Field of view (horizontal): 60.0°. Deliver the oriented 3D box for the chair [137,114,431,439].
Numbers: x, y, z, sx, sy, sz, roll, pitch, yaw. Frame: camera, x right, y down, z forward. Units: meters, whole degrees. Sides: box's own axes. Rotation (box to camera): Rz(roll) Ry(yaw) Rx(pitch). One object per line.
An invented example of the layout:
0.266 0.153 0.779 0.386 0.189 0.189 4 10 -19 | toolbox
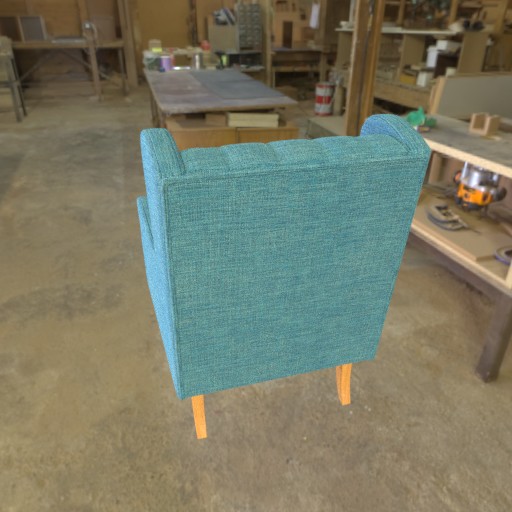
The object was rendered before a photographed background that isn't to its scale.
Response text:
0.000 0.000 1.463 0.711 0.952 0.775 -8 30 -14 | chair
